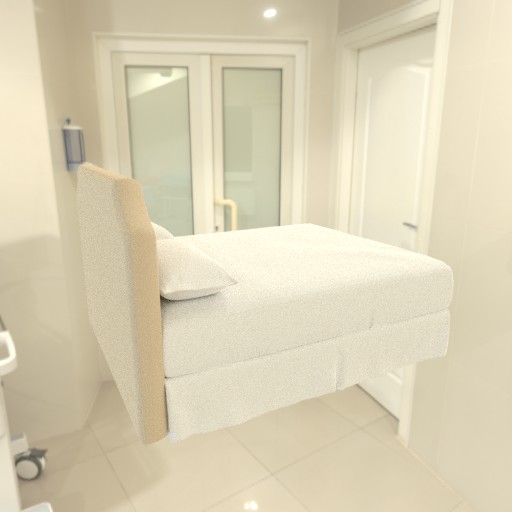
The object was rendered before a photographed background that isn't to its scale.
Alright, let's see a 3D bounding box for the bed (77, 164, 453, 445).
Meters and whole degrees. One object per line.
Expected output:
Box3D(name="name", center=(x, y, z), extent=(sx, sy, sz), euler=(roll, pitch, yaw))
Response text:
Box3D(name="bed", center=(0.000, 0.000, 3.772), extent=(2.548, 1.524, 2.134), euler=(-8, 17, -27))
